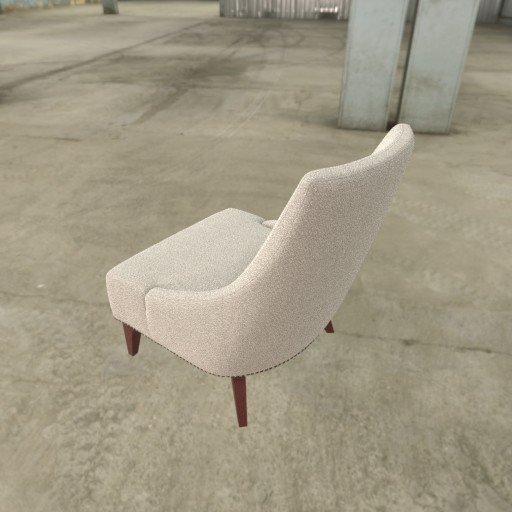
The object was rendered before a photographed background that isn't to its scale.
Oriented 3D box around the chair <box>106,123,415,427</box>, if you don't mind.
[{"bbox_3d":[0.000,0.000,1.525,0.861,0.909,0.701,22,38,31],"label":"chair"}]
